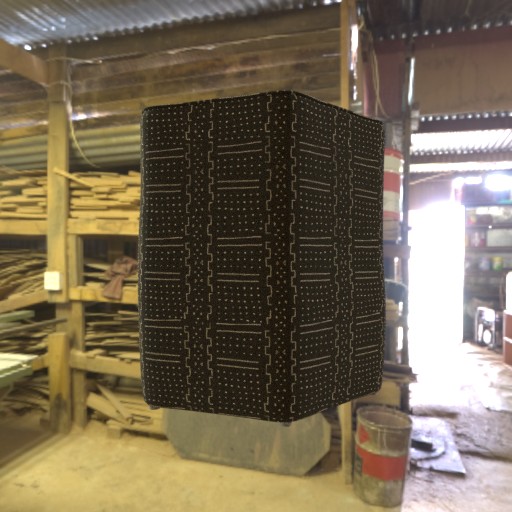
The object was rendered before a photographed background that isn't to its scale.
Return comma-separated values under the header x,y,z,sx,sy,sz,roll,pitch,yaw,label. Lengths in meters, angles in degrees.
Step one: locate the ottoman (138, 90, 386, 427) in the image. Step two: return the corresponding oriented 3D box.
x,y,z,sx,sy,sz,roll,pitch,yaw,label
0.000,0.000,0.878,0.494,0.502,0.443,0,0,19,ottoman
